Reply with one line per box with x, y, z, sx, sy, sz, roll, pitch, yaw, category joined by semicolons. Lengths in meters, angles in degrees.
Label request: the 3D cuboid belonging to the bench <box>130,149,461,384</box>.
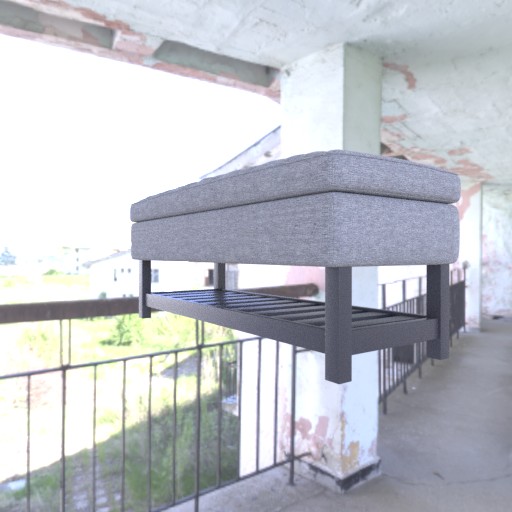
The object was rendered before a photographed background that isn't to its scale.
0.000;0.000;1.348;0.429;0.470;1.100;0;1;-35;bench
